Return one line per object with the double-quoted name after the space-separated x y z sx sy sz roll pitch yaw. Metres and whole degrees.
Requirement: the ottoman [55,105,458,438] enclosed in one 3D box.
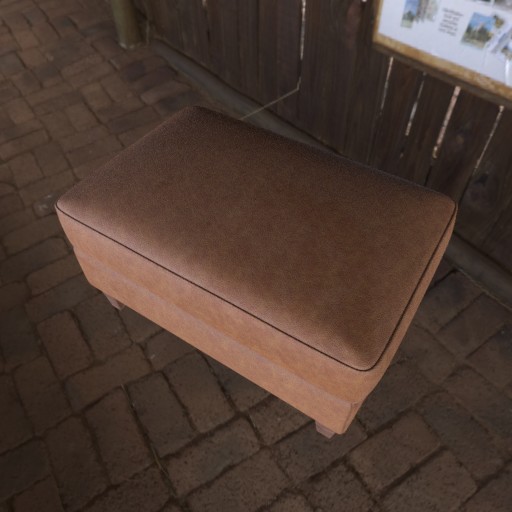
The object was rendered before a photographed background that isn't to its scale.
0.000 0.000 1.217 0.864 0.483 0.584 26 54 21 "ottoman"
